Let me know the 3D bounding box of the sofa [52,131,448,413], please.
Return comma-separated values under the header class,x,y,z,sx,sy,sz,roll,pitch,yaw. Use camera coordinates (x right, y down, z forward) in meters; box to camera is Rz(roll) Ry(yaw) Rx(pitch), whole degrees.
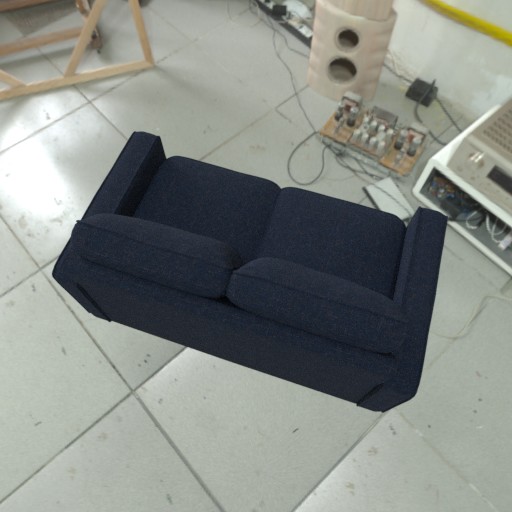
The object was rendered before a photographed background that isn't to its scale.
class,x,y,z,sx,sy,sz,roll,pitch,yaw
sofa,0.000,0.000,2.230,1.709,0.918,0.947,17,65,8
